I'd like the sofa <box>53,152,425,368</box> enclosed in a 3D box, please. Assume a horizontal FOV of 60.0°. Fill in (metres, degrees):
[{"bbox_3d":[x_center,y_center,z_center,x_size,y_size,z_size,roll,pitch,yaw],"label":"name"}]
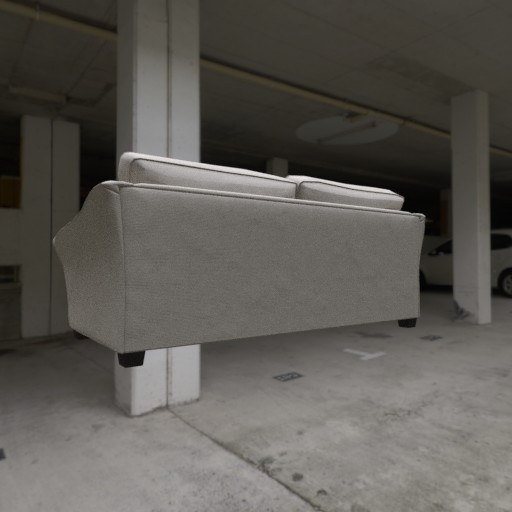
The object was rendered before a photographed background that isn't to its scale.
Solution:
[{"bbox_3d":[0.000,0.000,2.818,2.270,0.965,0.980,1,-1,-36],"label":"sofa"}]
